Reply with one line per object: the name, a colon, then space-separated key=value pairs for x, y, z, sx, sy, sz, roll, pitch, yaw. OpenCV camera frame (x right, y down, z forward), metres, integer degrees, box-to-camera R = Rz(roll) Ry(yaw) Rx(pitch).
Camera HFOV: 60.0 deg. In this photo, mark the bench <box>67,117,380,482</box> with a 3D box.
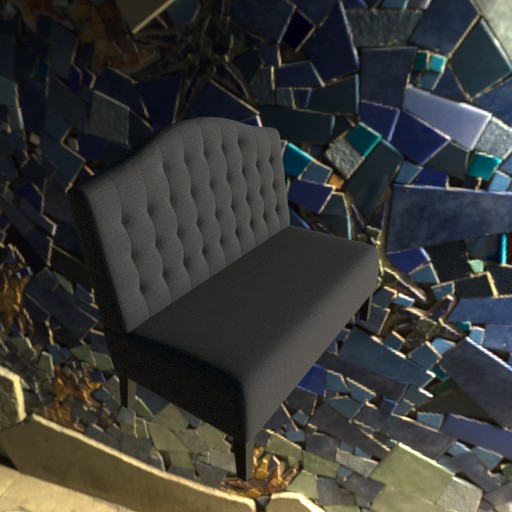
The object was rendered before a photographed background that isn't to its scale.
bench: x=0.000 y=0.000 z=2.100 sx=0.815 sy=1.180 sz=1.335 roll=17 pitch=32 yaw=29
